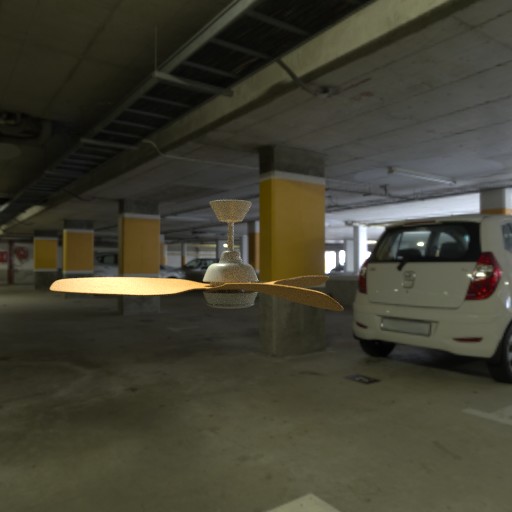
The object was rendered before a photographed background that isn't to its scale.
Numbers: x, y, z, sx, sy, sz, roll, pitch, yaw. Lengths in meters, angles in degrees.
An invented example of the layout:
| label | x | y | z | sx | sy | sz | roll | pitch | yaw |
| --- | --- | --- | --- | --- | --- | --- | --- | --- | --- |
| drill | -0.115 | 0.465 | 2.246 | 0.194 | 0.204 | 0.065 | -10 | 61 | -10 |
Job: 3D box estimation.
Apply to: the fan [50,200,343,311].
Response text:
| label | x | y | z | sx | sy | sz | roll | pitch | yaw |
| --- | --- | --- | --- | --- | --- | --- | --- | --- | --- |
| fan | 0.000 | 0.000 | 1.624 | 1.142 | 0.355 | 1.010 | -1 | -1 | 37 |
